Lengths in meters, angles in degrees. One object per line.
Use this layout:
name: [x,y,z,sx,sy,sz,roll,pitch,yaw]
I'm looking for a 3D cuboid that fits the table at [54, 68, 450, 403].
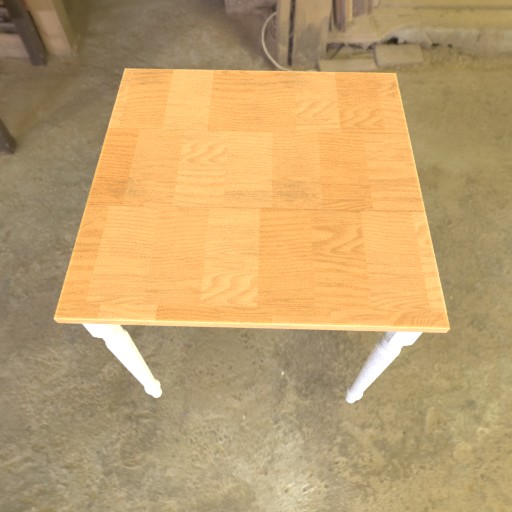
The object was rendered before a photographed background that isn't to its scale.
table: [0.000,0.000,1.341,0.747,0.738,0.747,1,59,1]
